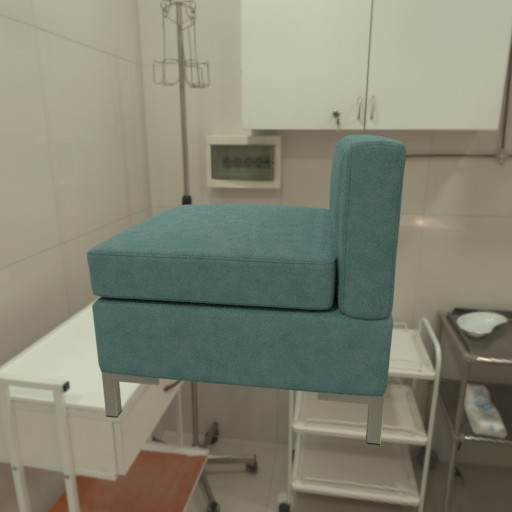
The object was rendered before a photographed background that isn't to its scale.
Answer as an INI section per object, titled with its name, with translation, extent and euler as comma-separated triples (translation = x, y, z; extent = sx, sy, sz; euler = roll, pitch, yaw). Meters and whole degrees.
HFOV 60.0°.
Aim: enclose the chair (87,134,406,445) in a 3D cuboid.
[chair]
translation = 0.000, 0.000, 1.251
extent = 0.685, 0.660, 0.684
euler = 2, 16, 9
